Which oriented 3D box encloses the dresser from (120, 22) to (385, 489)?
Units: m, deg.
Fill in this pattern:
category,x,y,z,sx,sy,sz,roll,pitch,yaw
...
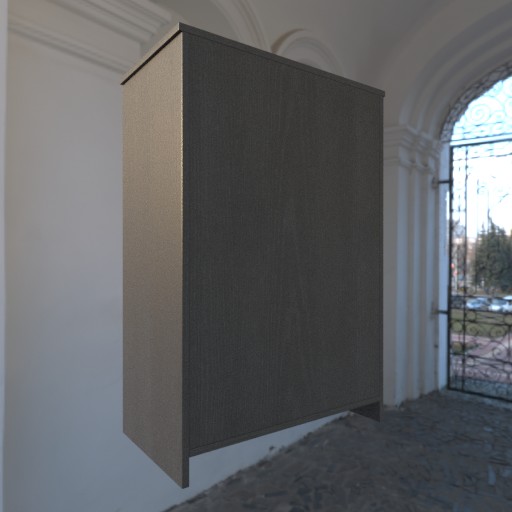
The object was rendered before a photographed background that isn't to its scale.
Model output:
category,x,y,z,sx,sy,sz,roll,pitch,yaw
dresser,0.000,0.000,1.329,0.700,1.020,0.398,0,0,-36
